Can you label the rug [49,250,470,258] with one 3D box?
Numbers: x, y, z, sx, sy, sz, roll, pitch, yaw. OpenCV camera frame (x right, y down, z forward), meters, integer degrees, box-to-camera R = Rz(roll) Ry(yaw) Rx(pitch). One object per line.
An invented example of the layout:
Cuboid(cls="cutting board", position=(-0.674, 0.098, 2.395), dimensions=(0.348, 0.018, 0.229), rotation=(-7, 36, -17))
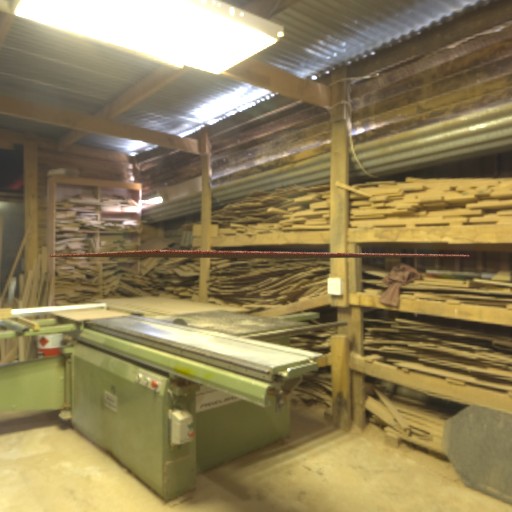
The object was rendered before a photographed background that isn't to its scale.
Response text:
Cuboid(cls="rug", position=(0.000, 0.000, 4.108), dimensions=(3.050, 0.016, 2.441), rotation=(1, -1, -37))
